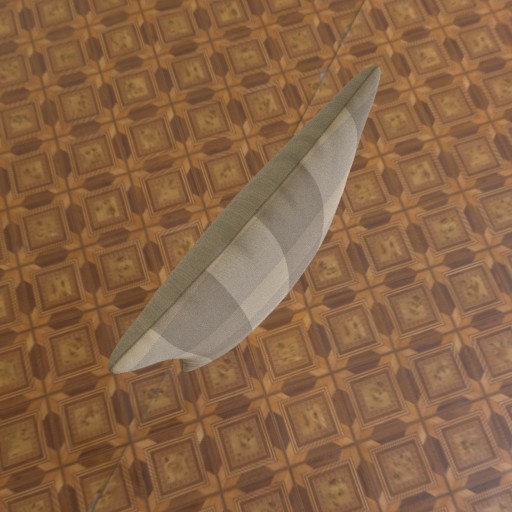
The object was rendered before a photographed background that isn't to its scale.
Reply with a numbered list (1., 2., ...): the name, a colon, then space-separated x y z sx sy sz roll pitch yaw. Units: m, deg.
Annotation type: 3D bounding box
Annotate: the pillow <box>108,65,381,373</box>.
1. pillow: 0.000 0.000 0.783 0.161 0.509 0.511 39 79 9
